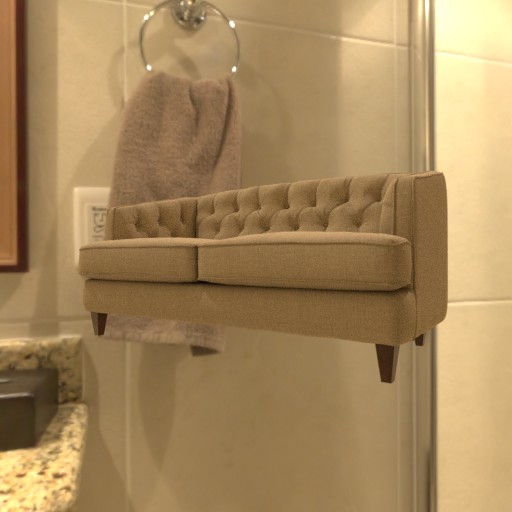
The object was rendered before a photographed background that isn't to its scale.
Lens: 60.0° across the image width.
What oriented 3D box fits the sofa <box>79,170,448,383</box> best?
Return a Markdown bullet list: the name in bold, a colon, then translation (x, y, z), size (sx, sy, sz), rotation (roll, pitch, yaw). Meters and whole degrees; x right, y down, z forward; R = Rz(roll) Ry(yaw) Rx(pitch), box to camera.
- **sofa**: translation (0.000, 0.000, 2.238), size (1.733, 0.855, 0.941), rotation (0, 0, 35)
